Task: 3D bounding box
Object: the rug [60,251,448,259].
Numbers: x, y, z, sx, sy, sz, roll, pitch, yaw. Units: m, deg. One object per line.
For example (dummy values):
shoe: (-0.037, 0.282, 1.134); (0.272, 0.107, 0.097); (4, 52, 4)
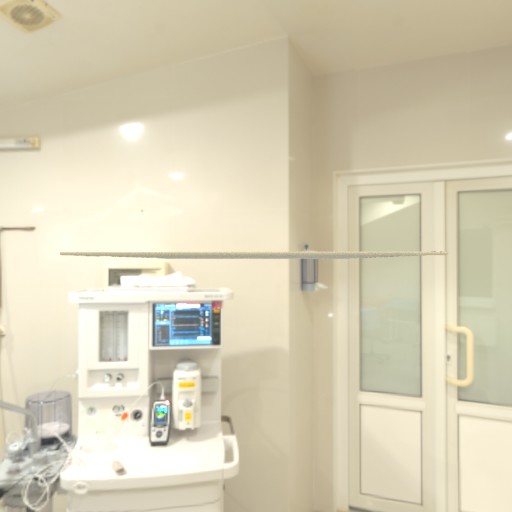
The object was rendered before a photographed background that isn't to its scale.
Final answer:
rug: (0.000, 0.000, 4.413); (2.444, 0.036, 3.369); (0, -1, 1)
